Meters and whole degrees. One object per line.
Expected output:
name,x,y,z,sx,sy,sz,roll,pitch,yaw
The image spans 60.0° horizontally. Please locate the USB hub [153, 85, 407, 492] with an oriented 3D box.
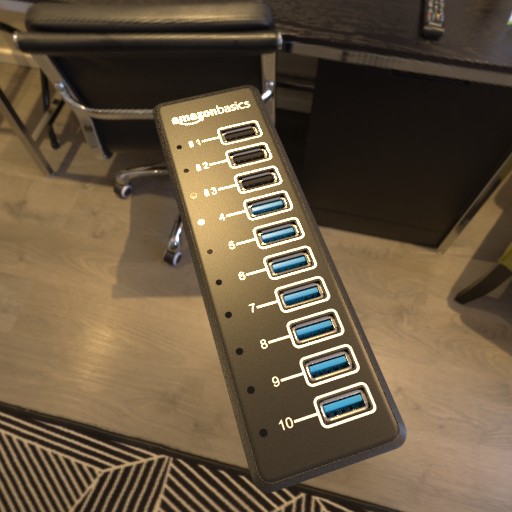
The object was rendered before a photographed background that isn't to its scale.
USB hub,0.000,0.000,0.158,0.044,0.023,0.145,-15,63,-8
